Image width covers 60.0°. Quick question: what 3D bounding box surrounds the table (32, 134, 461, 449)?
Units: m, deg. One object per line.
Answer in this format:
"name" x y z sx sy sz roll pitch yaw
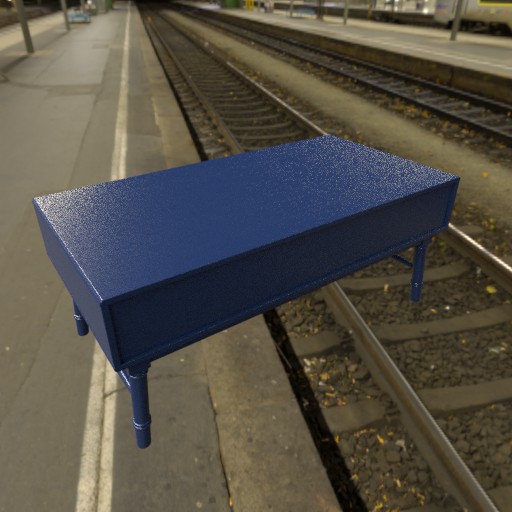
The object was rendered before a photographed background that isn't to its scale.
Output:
"table" 0.000 0.000 1.353 1.067 0.457 0.572 -20 36 -29
